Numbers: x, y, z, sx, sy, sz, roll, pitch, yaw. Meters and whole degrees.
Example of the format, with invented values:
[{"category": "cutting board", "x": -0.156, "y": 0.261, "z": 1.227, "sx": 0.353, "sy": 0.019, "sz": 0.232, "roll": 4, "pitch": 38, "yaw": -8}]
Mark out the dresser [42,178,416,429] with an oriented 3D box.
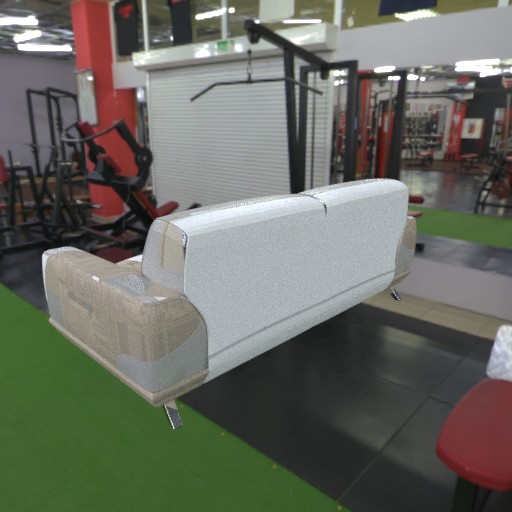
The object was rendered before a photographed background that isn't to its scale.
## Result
[{"category": "dresser", "x": 0.000, "y": 0.000, "z": 5.825, "sx": 2.251, "sy": 1.863, "sz": 4.679, "roll": 16, "pitch": 23, "yaw": 42}]
